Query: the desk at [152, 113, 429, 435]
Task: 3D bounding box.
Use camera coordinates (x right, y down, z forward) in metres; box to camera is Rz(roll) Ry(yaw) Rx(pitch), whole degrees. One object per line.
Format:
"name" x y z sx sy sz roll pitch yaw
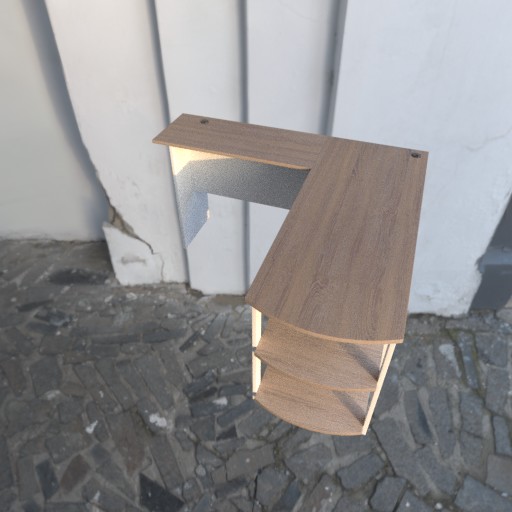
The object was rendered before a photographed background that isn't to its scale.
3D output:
"desk" 0.000 0.000 2.152 1.361 0.716 1.303 13 43 15
